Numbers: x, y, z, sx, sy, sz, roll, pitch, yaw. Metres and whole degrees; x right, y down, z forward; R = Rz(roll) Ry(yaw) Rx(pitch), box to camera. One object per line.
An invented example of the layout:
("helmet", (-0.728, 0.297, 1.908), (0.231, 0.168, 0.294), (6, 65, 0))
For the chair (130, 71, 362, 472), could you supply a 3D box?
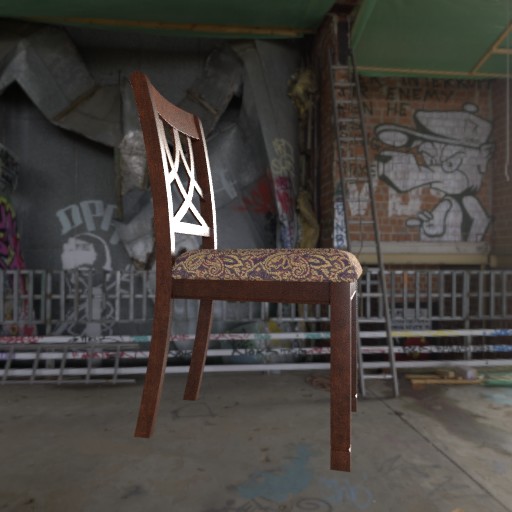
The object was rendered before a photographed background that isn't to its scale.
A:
("chair", (0.000, 0.000, 1.272), (0.584, 0.965, 0.457), (0, 0, 15))
